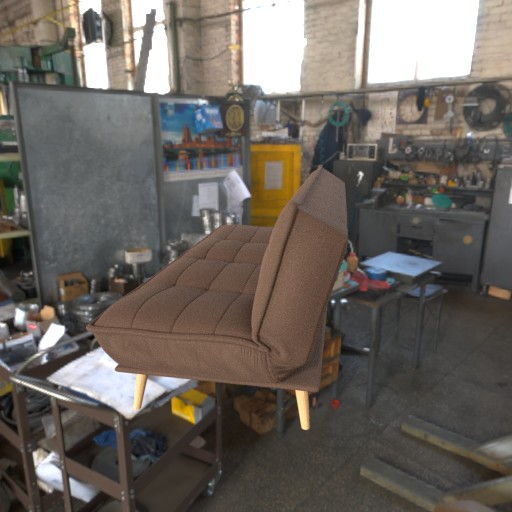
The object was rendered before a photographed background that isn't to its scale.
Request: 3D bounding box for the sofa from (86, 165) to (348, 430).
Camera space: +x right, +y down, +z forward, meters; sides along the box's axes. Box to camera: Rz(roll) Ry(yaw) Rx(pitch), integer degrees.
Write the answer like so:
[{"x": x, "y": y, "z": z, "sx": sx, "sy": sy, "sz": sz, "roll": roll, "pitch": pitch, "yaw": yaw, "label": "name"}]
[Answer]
[{"x": 0.000, "y": 0.000, "z": 2.463, "sx": 0.950, "sy": 0.890, "sz": 1.940, "roll": 3, "pitch": 16, "yaw": 10, "label": "sofa"}]
